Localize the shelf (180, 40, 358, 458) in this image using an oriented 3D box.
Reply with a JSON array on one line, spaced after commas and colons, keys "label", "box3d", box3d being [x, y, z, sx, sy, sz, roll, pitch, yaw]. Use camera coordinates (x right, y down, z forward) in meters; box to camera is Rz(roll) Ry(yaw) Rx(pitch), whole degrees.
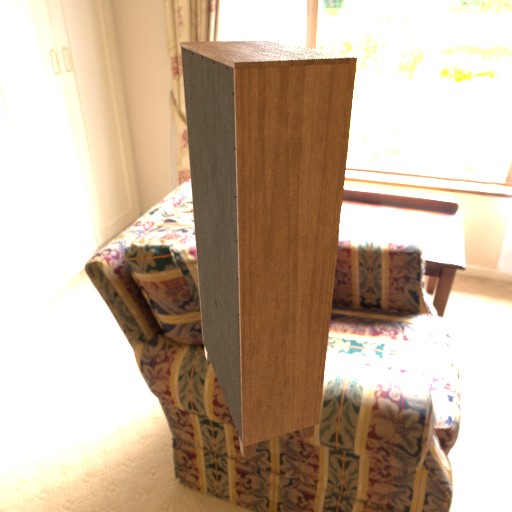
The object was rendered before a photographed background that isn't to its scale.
[{"label": "shelf", "box3d": [0.000, 0.000, 2.269, 0.453, 1.930, 0.864, -10, 31, -17]}]
